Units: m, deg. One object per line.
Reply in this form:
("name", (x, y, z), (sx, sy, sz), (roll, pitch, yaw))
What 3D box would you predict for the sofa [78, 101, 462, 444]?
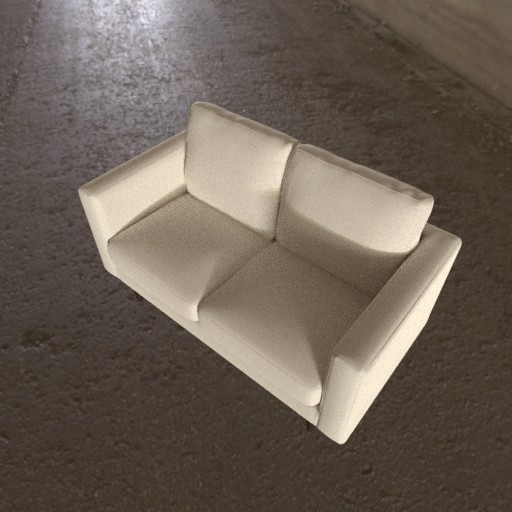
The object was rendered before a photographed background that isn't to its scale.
("sofa", (0.000, 0.000, 1.972), (1.430, 0.908, 0.796), (30, 53, 27))
